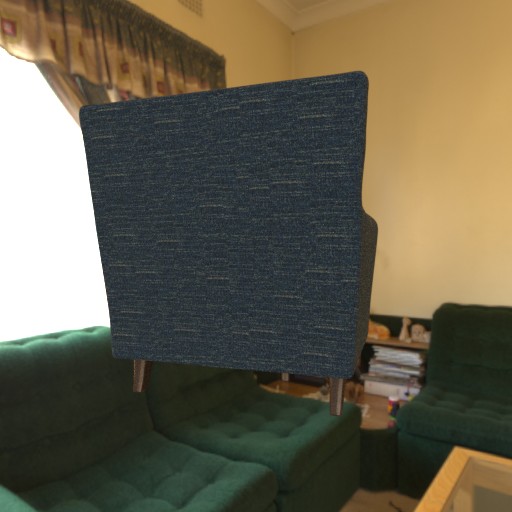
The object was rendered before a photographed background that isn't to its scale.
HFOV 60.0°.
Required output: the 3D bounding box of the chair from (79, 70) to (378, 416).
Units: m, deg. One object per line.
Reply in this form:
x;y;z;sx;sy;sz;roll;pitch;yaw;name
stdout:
0.000;0.000;1.630;0.864;0.928;0.873;0;1;19;chair
